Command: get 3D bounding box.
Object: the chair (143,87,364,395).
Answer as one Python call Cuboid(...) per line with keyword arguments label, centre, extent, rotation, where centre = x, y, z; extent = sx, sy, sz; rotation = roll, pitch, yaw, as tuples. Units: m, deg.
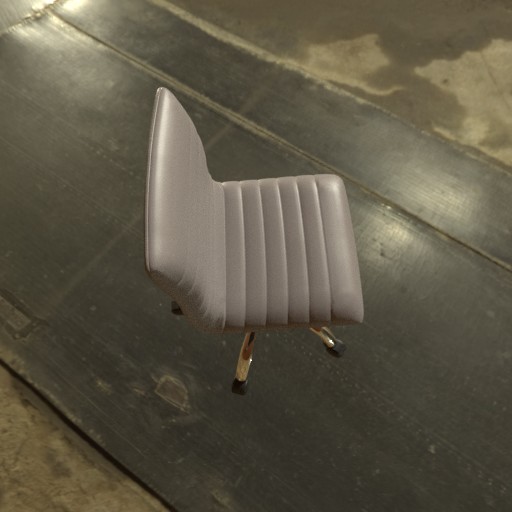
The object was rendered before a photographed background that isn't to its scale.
Cuboid(label="chair", centre=(0.000, 0.000, 1.109), extent=(0.542, 0.750, 0.569), rotation=(-2, 64, -1))
